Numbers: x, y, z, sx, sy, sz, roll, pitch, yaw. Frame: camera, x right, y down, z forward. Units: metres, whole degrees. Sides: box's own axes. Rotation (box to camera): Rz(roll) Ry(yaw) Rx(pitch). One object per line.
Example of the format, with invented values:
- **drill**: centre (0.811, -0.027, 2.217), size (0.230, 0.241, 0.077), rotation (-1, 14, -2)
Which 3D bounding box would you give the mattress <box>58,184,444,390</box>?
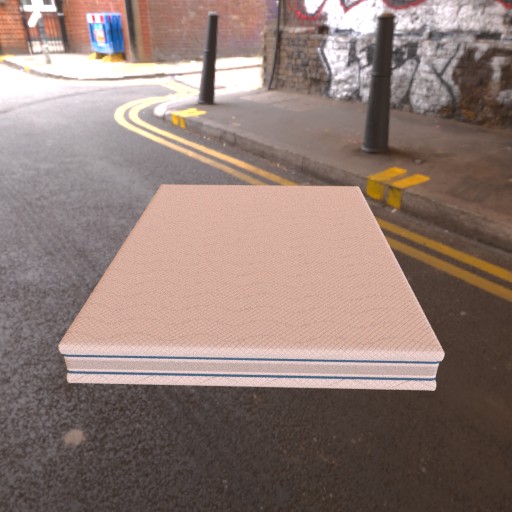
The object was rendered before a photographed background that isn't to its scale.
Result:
- **mattress**: centre (0.000, 0.000, 2.749), size (1.600, 0.230, 2.000), rotation (1, 29, 1)
